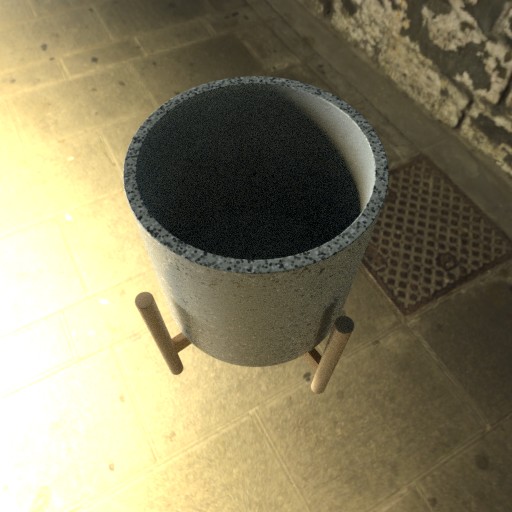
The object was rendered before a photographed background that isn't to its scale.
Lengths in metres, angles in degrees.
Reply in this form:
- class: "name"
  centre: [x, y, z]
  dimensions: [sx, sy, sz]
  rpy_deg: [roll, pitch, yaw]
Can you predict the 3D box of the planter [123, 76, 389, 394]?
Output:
- class: "planter"
  centre: [0.000, 0.000, 0.687]
  dimensions: [0.360, 0.419, 0.360]
  rpy_deg: [-13, 59, -8]
